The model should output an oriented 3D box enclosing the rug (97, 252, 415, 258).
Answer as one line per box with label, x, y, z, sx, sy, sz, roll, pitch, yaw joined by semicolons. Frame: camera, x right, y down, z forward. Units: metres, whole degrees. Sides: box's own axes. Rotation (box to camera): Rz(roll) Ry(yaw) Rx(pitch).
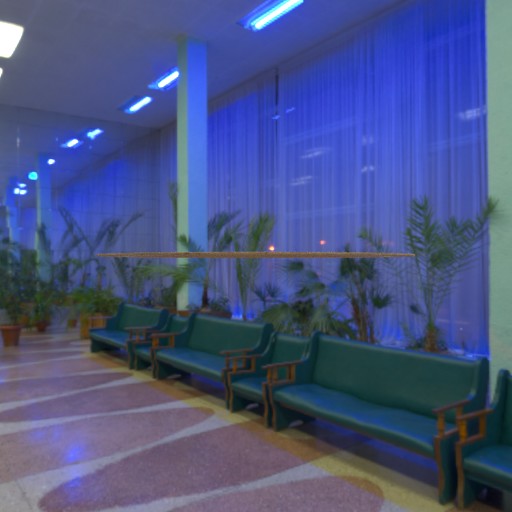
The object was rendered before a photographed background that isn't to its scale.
rug;0.000;0.000;3.615;2.444;0.015;2.444;0;-1;0
